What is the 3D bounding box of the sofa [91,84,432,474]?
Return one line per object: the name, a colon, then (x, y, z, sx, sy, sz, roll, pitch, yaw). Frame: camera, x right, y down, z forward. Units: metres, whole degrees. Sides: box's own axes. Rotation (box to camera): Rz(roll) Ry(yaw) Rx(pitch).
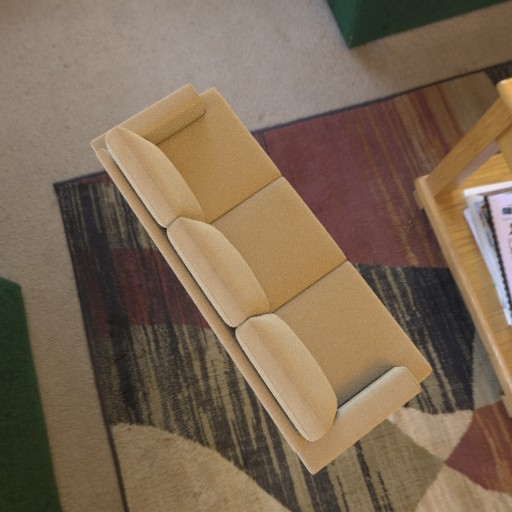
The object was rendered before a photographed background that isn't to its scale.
sofa: (0.000, 0.000, 2.712, 0.920, 0.810, 2.310, -34, 78, -8)
